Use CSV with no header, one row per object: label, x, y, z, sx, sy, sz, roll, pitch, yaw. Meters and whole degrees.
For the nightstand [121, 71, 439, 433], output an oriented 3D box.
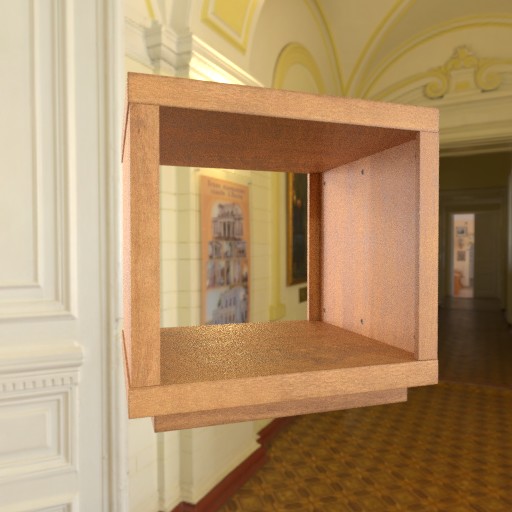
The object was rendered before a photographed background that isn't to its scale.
nightstand,0.000,0.000,0.860,0.493,0.491,0.436,0,1,-18
